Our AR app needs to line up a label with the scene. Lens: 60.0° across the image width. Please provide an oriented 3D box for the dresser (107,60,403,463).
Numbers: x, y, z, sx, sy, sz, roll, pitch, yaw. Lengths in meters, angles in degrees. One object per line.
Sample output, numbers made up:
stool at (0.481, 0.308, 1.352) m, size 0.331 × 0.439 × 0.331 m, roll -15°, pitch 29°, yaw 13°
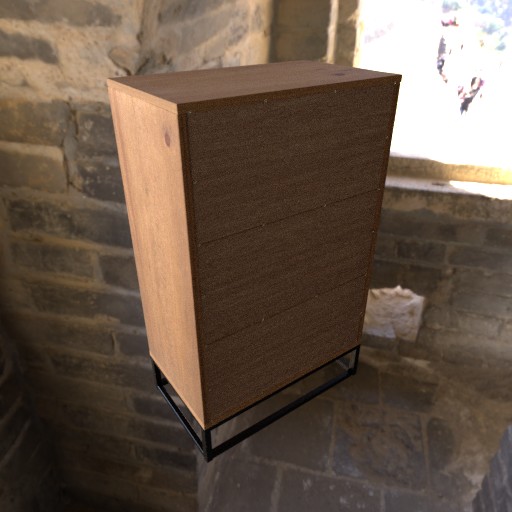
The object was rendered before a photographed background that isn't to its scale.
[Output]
dresser at (0.000, 0.000, 1.630) m, size 0.761 × 1.240 × 0.479 m, roll -20°, pitch 35°, yaw -30°
